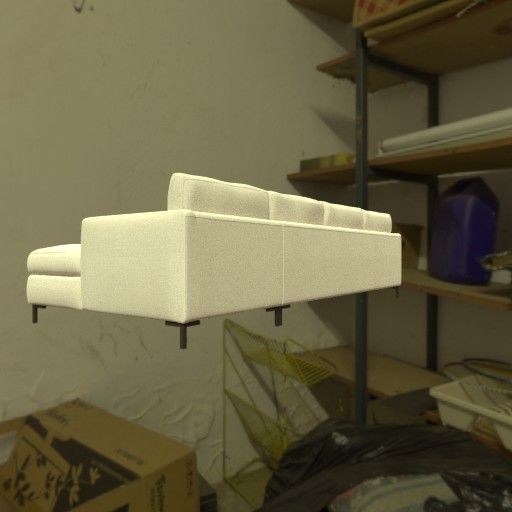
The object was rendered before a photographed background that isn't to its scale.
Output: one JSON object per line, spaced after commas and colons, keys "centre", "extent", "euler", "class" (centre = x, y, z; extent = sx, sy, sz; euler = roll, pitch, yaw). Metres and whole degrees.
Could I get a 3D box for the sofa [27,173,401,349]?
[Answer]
{"centre": [0.000, 0.000, 2.896], "extent": [1.126, 0.677, 2.445], "euler": [0, 0, 36], "class": "sofa"}
